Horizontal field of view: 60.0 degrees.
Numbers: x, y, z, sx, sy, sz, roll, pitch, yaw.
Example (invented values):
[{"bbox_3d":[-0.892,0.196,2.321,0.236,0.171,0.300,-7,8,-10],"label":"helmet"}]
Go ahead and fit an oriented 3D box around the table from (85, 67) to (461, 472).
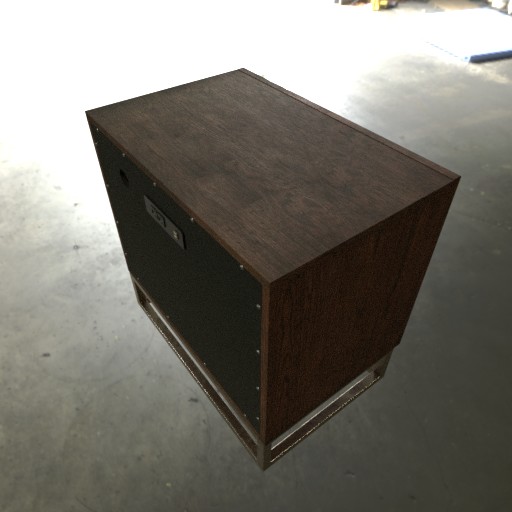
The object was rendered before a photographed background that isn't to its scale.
[{"bbox_3d":[0.000,0.000,1.283,0.542,0.746,0.767,-27,49,-26],"label":"table"}]
